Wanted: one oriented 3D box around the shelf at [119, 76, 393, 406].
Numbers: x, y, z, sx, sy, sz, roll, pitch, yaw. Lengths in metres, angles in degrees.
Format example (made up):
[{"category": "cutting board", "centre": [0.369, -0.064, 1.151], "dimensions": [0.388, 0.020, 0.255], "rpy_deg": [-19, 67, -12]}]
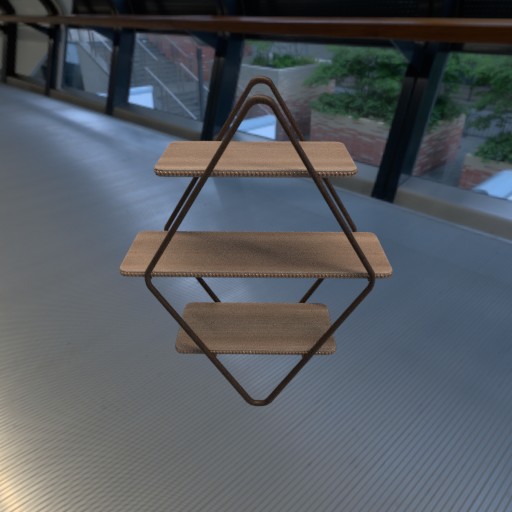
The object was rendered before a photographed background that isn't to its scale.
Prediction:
[{"category": "shelf", "centre": [0.000, 0.000, 1.057], "dimensions": [0.609, 0.774, 0.234], "rpy_deg": [0, 30, 1]}]
